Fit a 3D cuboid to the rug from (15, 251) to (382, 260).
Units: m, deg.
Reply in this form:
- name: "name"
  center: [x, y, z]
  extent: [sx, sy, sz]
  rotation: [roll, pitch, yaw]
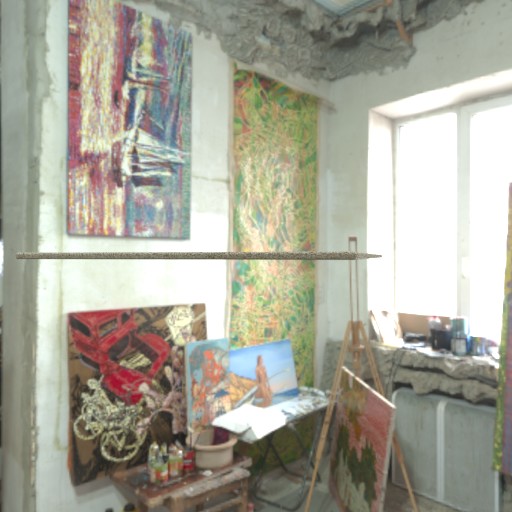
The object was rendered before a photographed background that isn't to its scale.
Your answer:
- name: "rug"
  center: [0.000, 0.000, 2.933]
  extent: [1.524, 0.030, 2.438]
  rotation: [0, 0, 18]
